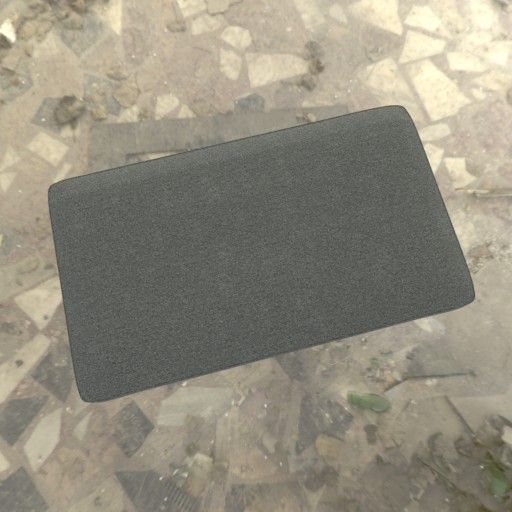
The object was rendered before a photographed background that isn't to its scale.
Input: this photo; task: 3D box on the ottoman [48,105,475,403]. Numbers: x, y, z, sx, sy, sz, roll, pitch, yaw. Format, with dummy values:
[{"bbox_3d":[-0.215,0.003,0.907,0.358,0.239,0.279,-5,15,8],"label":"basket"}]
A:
[{"bbox_3d":[0.000,0.000,1.507,1.173,0.494,0.681,-14,77,-3],"label":"ottoman"}]
